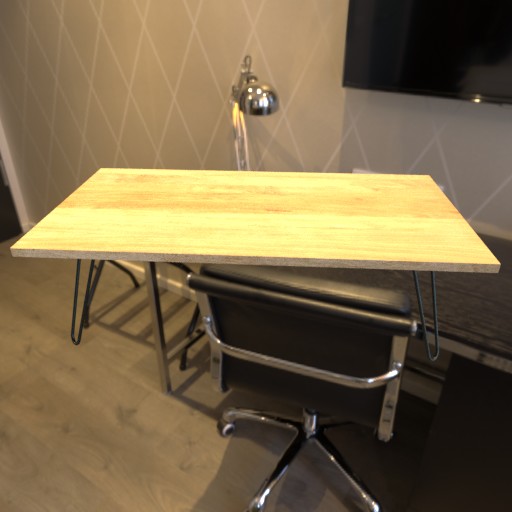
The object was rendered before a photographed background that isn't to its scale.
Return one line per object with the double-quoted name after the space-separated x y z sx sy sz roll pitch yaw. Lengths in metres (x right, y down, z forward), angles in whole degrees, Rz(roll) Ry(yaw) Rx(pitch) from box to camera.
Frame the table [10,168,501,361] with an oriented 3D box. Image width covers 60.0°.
0.000 0.000 1.614 1.348 0.400 0.699 2 30 3 "table"
